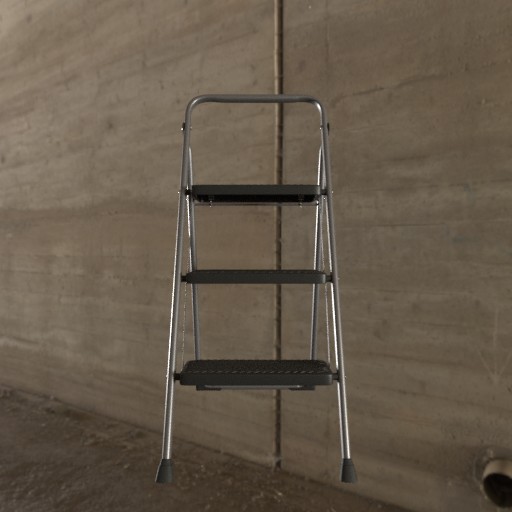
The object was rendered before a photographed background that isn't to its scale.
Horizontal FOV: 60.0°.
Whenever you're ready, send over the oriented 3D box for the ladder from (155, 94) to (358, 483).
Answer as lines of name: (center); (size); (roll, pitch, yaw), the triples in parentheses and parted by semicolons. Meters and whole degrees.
ladder: (0.000, 0.000, 1.236); (0.430, 0.945, 0.629); (0, 1, 0)
